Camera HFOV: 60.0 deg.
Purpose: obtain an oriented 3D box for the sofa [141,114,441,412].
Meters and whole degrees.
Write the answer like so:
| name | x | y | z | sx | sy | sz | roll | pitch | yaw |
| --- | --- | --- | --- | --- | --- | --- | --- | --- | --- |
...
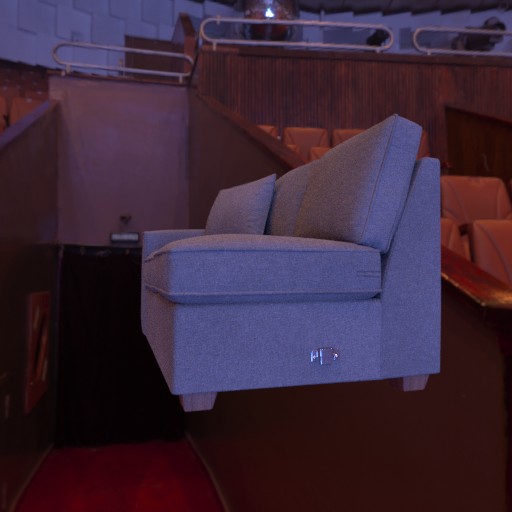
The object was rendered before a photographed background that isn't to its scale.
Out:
| name | x | y | z | sx | sy | sz | roll | pitch | yaw |
| --- | --- | --- | --- | --- | --- | --- | --- | --- | --- |
| sofa | 0.000 | 0.000 | 2.081 | 0.991 | 0.989 | 1.388 | 1 | -2 | -18 |
